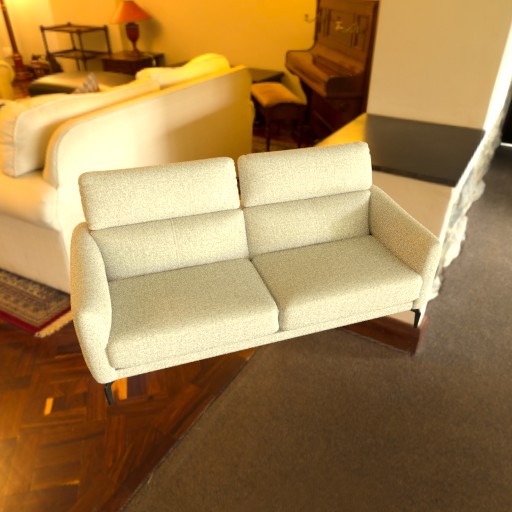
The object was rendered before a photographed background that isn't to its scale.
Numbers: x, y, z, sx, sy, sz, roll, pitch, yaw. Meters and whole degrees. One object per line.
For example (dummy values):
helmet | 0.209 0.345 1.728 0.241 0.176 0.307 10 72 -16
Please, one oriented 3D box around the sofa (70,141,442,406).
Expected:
sofa | 0.000 0.000 2.580 2.015 0.956 0.856 -10 34 -16
